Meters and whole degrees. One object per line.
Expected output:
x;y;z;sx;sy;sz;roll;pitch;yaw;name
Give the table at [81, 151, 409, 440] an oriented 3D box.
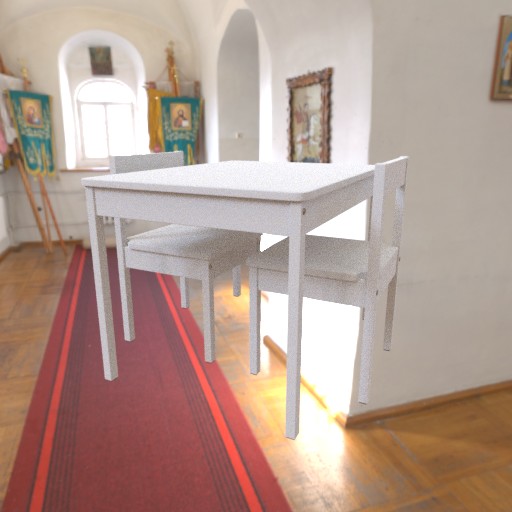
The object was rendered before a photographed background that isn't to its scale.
0.000;0.000;1.138;0.672;0.503;0.650;8;17;25;table
